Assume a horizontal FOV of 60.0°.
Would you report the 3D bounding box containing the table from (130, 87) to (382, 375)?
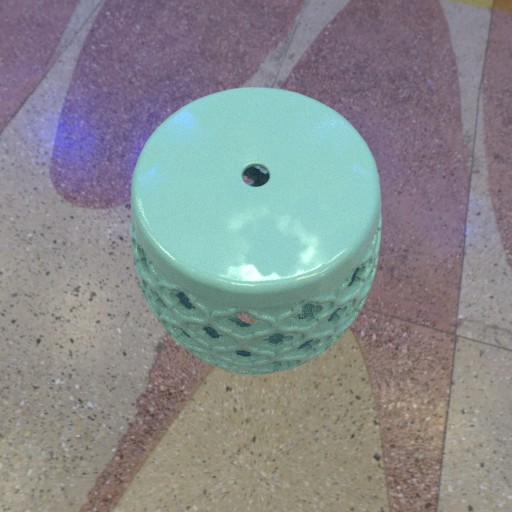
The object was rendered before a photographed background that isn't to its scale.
[{"bbox_3d":[0.000,0.000,0.636,0.325,0.388,0.325,0,64,0],"label":"table"}]
